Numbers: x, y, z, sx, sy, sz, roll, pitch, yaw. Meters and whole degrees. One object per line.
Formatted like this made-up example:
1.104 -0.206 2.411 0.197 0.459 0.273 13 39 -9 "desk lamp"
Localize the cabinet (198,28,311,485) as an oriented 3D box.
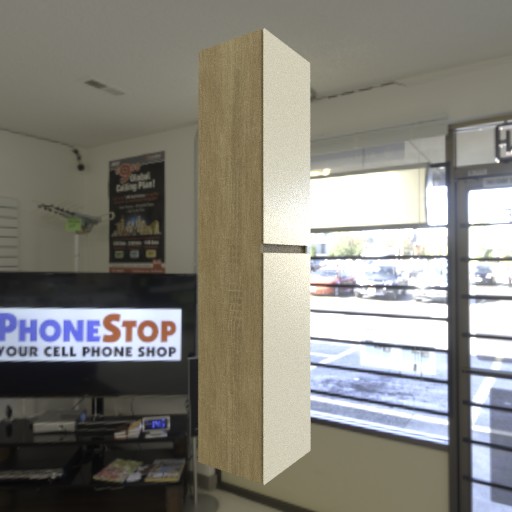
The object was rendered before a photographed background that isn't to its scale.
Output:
0.000 0.000 1.556 0.270 1.400 0.300 0 -1 35 "cabinet"
